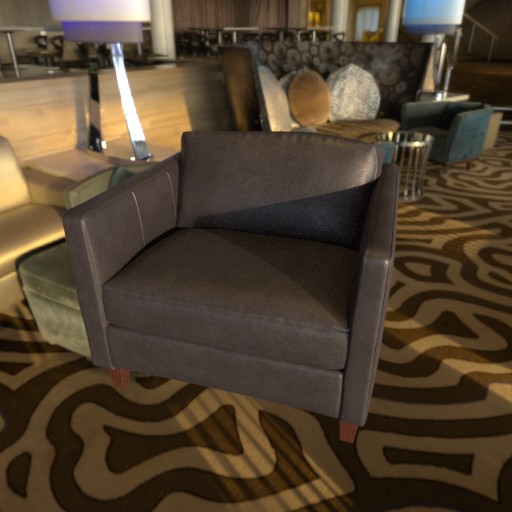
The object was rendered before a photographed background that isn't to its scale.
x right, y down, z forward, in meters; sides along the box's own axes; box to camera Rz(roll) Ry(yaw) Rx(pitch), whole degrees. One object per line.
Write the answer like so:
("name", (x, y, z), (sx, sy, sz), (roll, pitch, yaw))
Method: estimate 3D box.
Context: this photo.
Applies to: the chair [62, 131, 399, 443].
("chair", (0.000, 0.000, 1.617), (0.939, 0.811, 0.862), (8, 28, 15))
